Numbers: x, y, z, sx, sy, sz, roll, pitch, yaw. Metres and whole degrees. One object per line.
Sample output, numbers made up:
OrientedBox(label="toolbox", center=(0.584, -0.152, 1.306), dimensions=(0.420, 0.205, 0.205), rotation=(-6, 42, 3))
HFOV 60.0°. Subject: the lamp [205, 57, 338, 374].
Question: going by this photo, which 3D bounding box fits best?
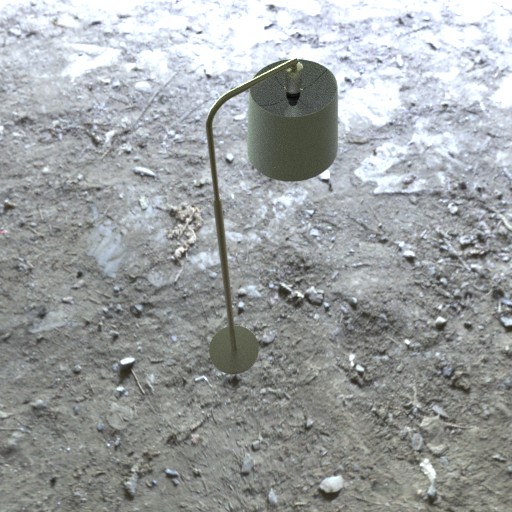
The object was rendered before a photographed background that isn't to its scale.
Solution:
OrientedBox(label="lamp", center=(0.000, 0.000, 1.606), dimensions=(0.508, 1.478, 0.254), rotation=(-30, 62, -18))
